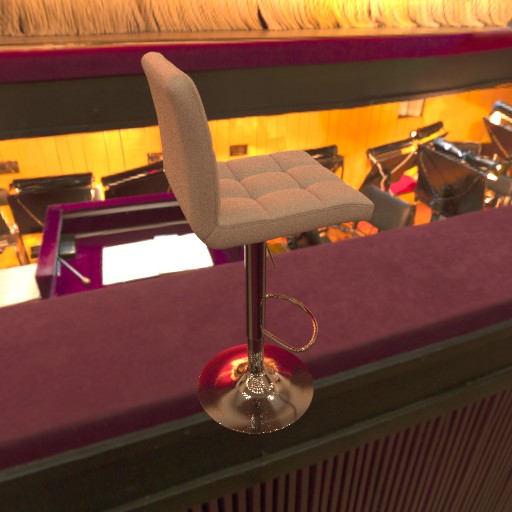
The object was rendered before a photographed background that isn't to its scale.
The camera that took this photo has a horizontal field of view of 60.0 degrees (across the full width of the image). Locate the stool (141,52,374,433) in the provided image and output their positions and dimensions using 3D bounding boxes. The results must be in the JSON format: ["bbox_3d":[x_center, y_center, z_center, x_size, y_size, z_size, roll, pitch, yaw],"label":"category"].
[{"bbox_3d":[0.000,0.000,1.342,0.505,1.115,0.430,-11,33,-17],"label":"stool"}]
